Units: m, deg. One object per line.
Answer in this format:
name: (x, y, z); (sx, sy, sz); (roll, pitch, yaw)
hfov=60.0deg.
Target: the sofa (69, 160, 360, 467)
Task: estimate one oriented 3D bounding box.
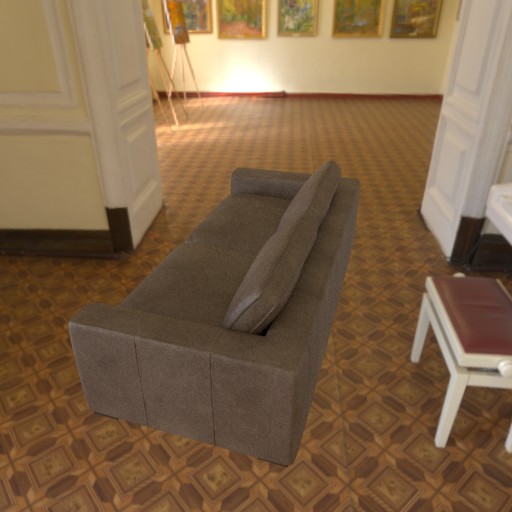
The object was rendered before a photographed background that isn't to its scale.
sofa: (0.000, 0.000, 2.807); (1.070, 0.801, 2.262); (9, 31, 15)
